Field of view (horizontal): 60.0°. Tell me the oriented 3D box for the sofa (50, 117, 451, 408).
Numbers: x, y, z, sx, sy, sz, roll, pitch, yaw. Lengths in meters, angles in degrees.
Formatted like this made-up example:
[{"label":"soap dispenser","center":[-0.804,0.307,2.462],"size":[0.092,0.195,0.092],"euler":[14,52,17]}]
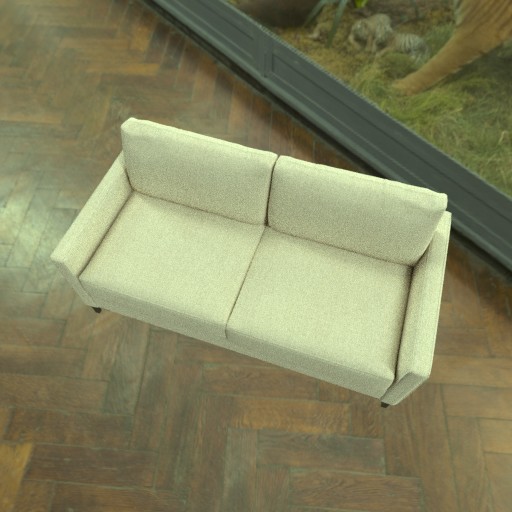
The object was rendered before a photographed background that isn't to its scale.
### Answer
[{"label":"sofa","center":[0.000,0.000,2.103],"size":[1.651,0.812,0.839],"euler":[16,60,10]}]
